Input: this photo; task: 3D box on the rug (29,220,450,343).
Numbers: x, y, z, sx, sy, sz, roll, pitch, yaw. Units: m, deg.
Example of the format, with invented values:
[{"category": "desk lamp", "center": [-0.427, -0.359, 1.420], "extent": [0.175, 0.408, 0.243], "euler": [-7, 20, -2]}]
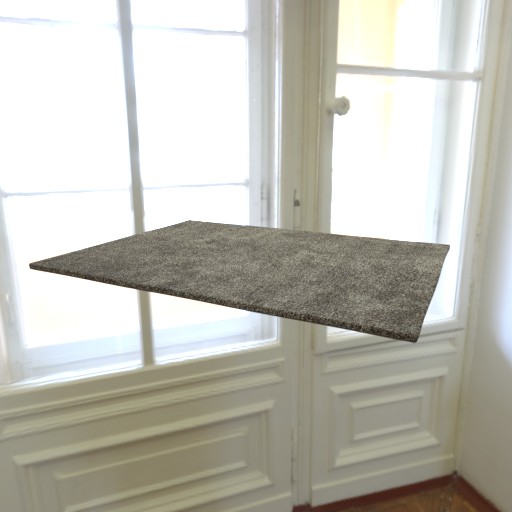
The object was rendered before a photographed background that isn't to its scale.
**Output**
[{"category": "rug", "center": [0.000, 0.000, 2.081], "extent": [1.601, 0.025, 1.198], "euler": [7, 17, 26]}]
